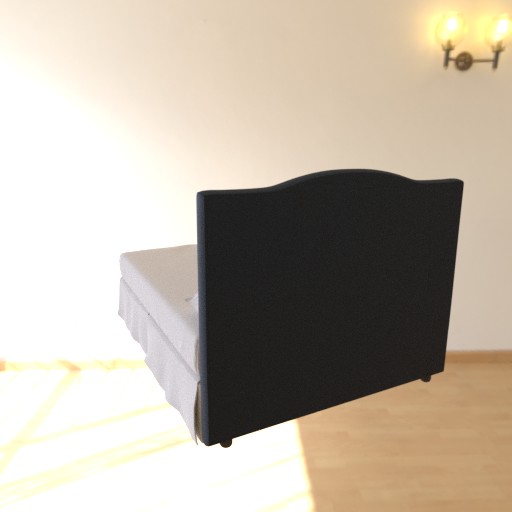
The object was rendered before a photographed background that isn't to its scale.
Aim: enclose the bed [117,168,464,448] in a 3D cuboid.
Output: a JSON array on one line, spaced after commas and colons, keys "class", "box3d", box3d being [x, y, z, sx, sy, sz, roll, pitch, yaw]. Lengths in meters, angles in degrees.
[{"class": "bed", "box3d": [0.000, 0.000, 3.458, 1.821, 1.436, 2.282, -7, 16, -26]}]
